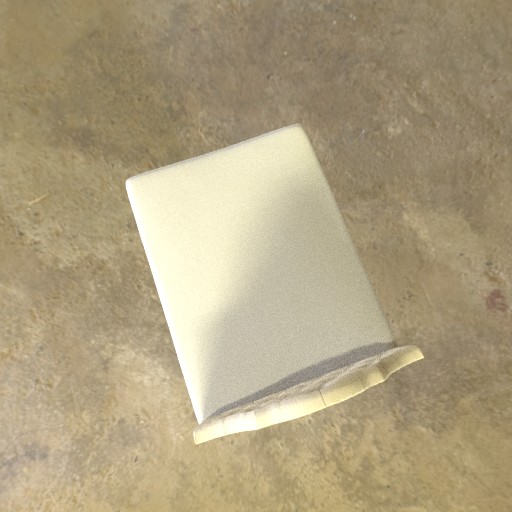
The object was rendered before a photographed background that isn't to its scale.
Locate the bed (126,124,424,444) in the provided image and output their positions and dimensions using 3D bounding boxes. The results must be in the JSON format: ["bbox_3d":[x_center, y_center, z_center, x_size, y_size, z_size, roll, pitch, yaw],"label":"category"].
[{"bbox_3d":[0.000,0.000,3.219,1.627,1.575,2.092,-19,76,-5],"label":"bed"}]
